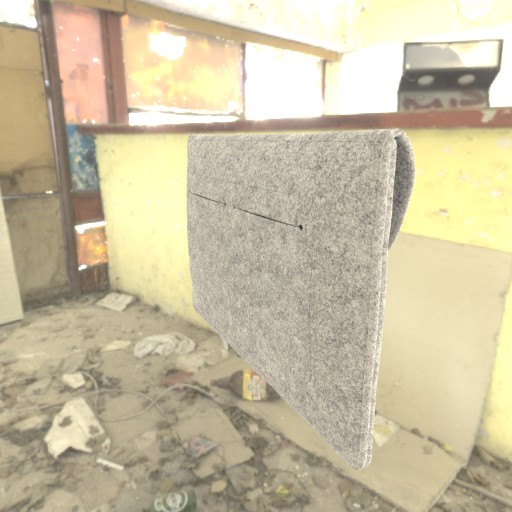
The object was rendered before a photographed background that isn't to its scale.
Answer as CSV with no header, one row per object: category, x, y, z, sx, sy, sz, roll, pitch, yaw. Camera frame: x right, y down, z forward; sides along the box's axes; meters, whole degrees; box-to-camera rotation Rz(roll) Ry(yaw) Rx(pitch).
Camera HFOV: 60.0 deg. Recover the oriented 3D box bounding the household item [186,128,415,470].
household item,0.000,0.000,0.410,0.057,0.221,0.335,-7,17,-26
